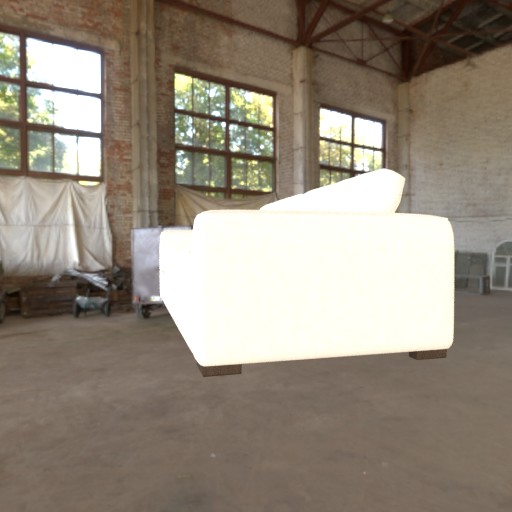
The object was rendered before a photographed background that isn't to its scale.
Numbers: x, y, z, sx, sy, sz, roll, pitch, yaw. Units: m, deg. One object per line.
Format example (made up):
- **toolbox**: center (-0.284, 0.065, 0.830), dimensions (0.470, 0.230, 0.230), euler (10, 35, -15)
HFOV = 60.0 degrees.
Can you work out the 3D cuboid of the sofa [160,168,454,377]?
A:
- **sofa**: center (0.000, 0.000, 2.723), dimensions (1.070, 0.801, 2.262), euler (0, 1, -16)
